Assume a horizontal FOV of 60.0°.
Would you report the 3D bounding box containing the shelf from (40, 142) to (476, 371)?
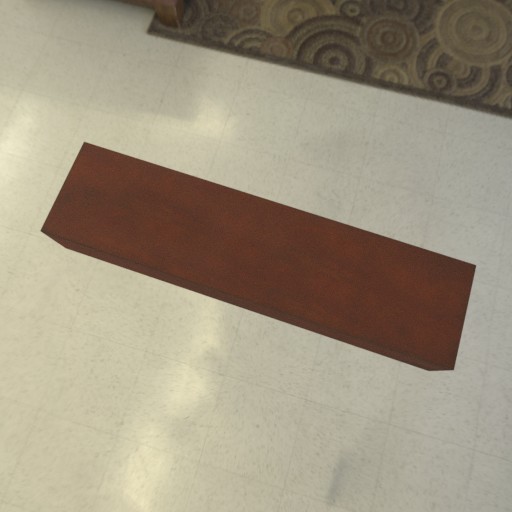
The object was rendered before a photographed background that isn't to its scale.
[{"bbox_3d":[0.000,0.000,0.675,0.607,0.088,0.152,18,76,5],"label":"shelf"}]
